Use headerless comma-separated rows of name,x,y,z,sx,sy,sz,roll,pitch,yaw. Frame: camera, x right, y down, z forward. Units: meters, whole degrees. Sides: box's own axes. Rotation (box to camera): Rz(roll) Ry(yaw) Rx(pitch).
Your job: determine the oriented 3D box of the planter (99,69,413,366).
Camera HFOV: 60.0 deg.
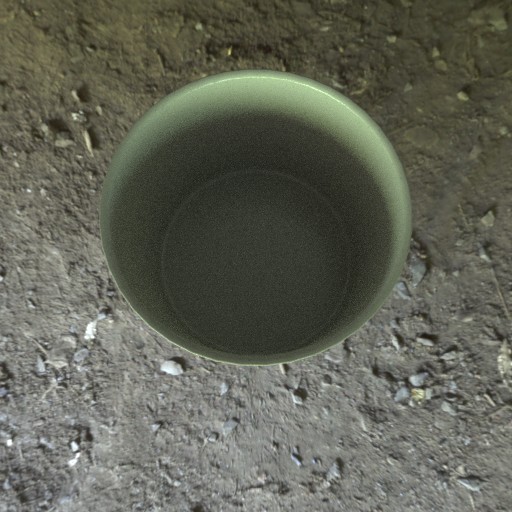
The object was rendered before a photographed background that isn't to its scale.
planter,0.000,0.000,0.392,0.188,0.260,0.188,0,76,0
